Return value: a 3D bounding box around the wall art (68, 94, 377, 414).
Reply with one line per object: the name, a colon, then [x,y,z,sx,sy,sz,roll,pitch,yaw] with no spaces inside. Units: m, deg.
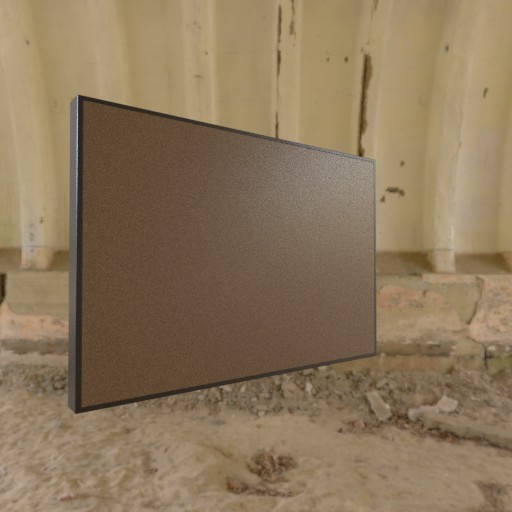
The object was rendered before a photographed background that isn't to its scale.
wall art: [0.000,0.000,1.190,0.939,0.640,0.058,1,-1,-37]
